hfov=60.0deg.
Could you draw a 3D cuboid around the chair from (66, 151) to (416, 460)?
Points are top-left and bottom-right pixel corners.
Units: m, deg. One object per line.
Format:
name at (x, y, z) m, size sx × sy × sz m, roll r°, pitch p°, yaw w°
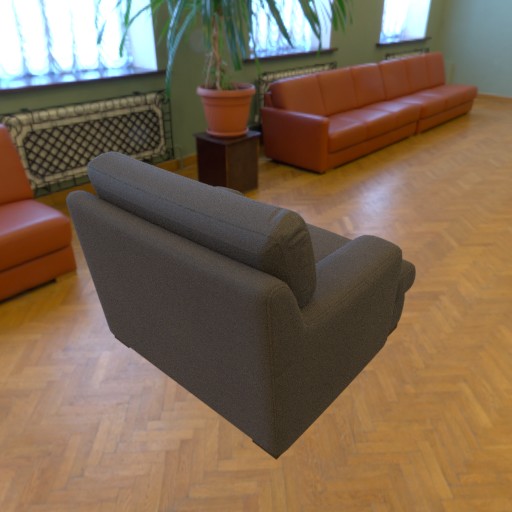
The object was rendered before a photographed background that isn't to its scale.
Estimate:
chair at (0.000, 0.000, 2.010) m, size 1.168 × 0.940 × 1.143 m, roll 23°, pitch 37°, yaw 35°
